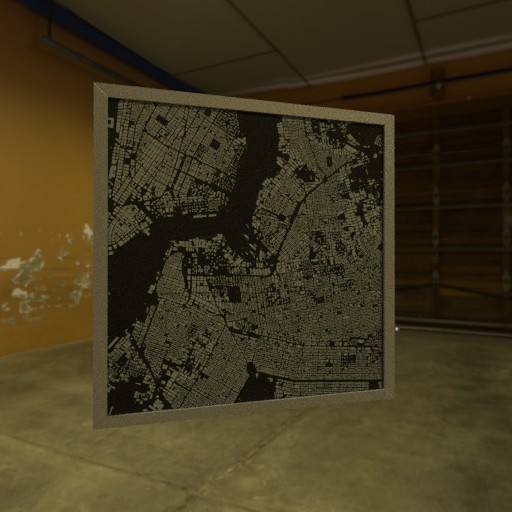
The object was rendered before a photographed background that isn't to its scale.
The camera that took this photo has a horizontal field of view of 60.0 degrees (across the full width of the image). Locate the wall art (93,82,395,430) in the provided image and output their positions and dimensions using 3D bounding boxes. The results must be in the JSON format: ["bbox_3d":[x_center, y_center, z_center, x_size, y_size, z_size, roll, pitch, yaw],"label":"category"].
[{"bbox_3d":[0.000,0.000,0.736,0.506,0.506,0.038,0,0,-17],"label":"wall art"}]
